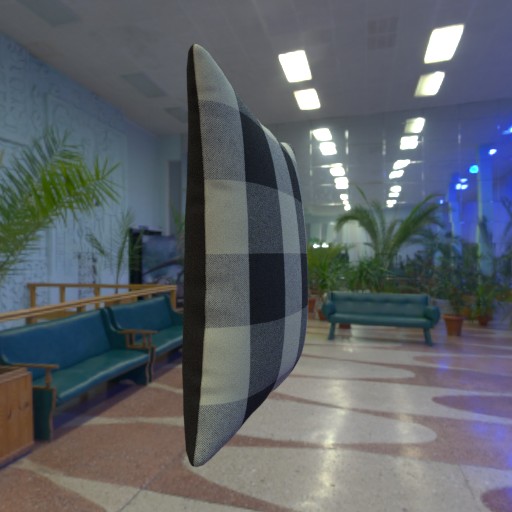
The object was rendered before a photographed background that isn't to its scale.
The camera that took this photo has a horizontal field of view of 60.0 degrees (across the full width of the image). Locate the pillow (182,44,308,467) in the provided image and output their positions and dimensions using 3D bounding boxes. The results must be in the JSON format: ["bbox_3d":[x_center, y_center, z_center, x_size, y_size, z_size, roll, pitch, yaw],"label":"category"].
[{"bbox_3d":[0.000,0.000,0.771,0.161,0.509,0.511,0,0,17],"label":"pillow"}]
